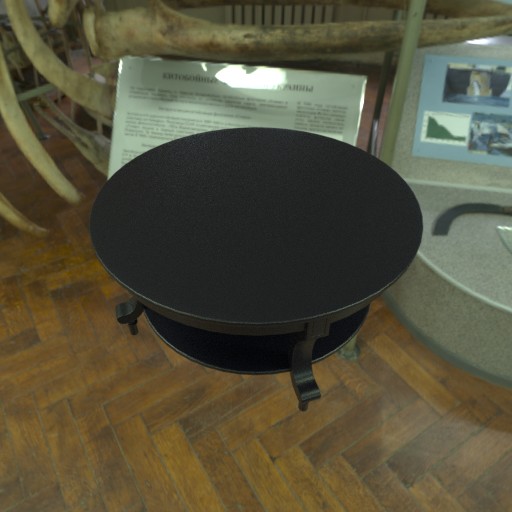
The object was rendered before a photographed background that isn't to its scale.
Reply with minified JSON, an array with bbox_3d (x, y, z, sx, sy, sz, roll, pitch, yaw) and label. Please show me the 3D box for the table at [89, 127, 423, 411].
[{"bbox_3d":[0.000,0.000,1.571,1.029,0.491,1.029,0,41,0],"label":"table"}]
